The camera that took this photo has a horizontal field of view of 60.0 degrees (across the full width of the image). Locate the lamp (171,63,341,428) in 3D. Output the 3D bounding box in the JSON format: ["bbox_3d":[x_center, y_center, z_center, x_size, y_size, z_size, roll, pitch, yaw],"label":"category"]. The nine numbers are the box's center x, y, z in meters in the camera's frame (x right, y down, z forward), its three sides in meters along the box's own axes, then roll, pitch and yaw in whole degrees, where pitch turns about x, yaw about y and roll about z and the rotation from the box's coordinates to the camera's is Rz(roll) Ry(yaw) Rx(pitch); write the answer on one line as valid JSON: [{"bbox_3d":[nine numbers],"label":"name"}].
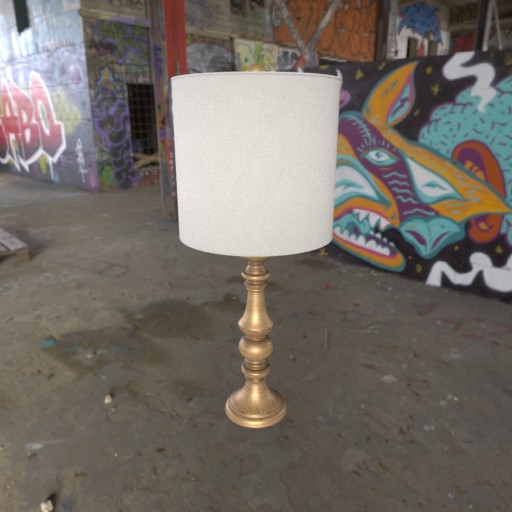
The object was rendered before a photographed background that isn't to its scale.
[{"bbox_3d":[0.000,0.000,0.745,0.250,0.597,0.250,-8,19,-25],"label":"lamp"}]
